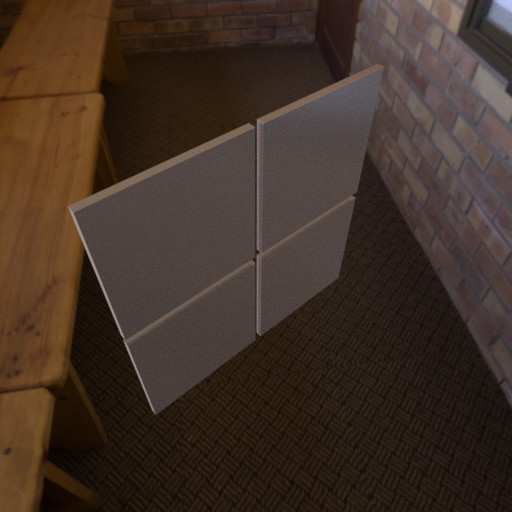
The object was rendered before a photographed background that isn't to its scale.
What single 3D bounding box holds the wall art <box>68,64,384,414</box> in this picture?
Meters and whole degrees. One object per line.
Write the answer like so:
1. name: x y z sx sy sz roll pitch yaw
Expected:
1. wall art: 0.000 0.000 1.670 1.118 1.118 0.029 -33 55 -26
